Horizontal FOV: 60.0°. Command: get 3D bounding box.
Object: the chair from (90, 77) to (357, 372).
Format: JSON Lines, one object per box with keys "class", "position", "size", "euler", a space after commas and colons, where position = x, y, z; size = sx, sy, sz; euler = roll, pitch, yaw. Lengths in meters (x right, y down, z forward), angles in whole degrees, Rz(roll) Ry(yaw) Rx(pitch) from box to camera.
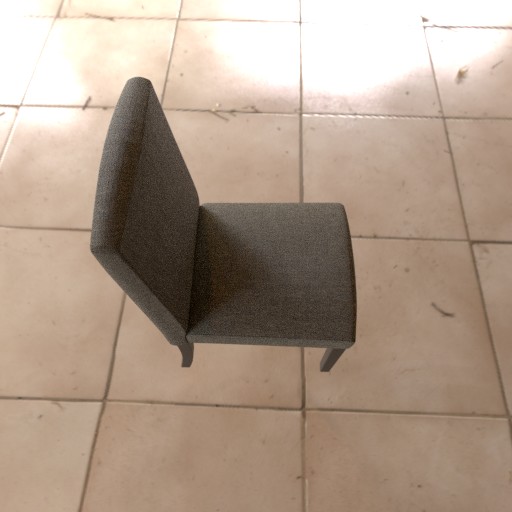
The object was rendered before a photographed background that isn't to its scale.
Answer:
{"class": "chair", "position": [0.000, 0.000, 1.243], "size": [0.580, 0.917, 0.451], "euler": [1, 62, 1]}
